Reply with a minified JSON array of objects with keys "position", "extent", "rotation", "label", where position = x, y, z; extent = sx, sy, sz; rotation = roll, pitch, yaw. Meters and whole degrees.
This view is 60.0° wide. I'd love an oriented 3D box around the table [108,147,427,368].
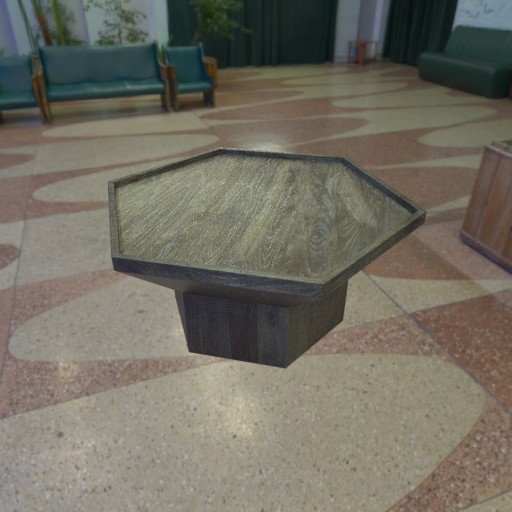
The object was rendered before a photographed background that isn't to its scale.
[{"position":[0.000,0.000,1.641],"extent":[0.966,0.488,1.115],"rotation":[-9,32,-14],"label":"table"}]
